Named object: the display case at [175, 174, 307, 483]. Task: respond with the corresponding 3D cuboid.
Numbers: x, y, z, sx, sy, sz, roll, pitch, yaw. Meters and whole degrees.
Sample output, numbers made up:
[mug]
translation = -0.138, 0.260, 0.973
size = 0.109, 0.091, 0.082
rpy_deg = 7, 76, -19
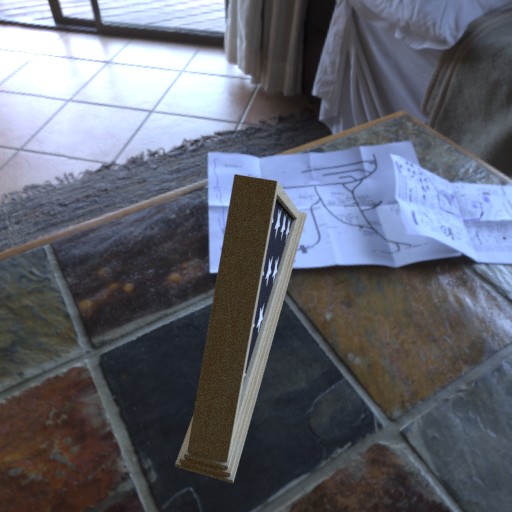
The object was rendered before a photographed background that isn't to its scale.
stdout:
[display case]
translation = 0.000, 0.000, 0.779
size = 0.095, 0.340, 0.640
rpy_deg = 11, 48, 10
